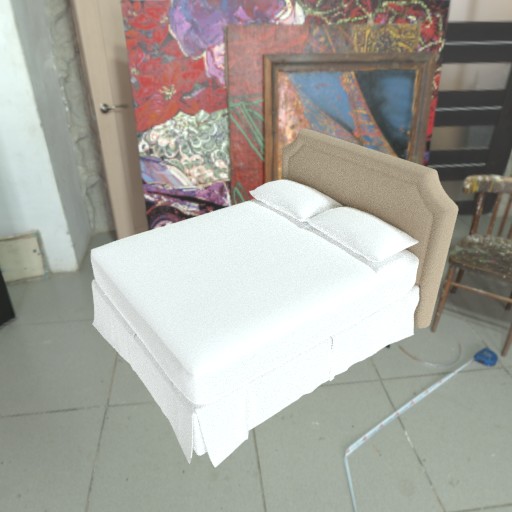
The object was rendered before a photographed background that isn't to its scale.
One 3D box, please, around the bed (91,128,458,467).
[{"bbox_3d":[0.000,0.000,3.356,2.204,1.301,1.828,-21,37,-31],"label":"bed"}]
